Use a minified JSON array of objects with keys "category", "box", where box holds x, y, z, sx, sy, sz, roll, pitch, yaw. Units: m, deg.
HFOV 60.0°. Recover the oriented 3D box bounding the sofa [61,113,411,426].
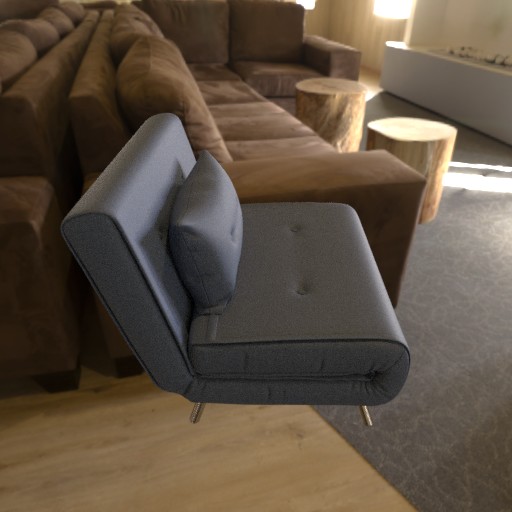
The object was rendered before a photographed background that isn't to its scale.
[{"category":"sofa","box":[0.000,0.000,1.738,0.996,0.860,0.999,1,32,1]}]
